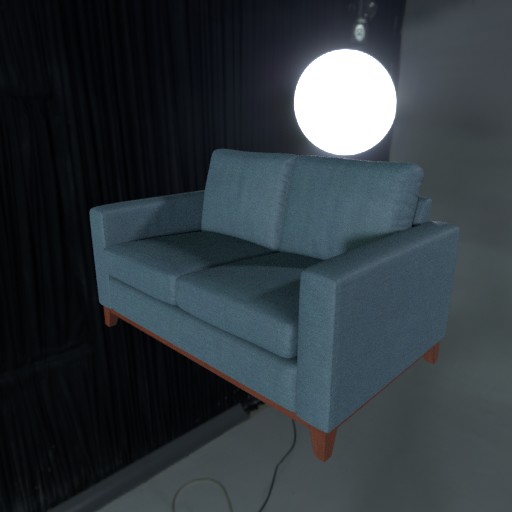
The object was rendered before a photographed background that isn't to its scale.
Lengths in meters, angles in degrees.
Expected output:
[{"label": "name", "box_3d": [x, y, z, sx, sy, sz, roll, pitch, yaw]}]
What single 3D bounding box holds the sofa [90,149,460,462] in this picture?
[{"label": "sofa", "box_3d": [0.000, 0.000, 2.079, 1.489, 0.903, 0.955, 16, 23, 42]}]
